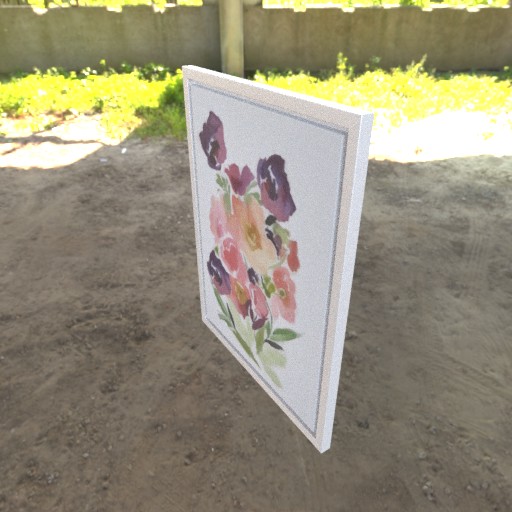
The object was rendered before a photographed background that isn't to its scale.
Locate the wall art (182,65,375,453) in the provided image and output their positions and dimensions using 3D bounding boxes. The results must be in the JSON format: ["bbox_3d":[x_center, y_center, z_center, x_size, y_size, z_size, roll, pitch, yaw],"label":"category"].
[{"bbox_3d":[0.000,0.000,1.438,0.042,1.056,0.805,-19,36,-29],"label":"wall art"}]
